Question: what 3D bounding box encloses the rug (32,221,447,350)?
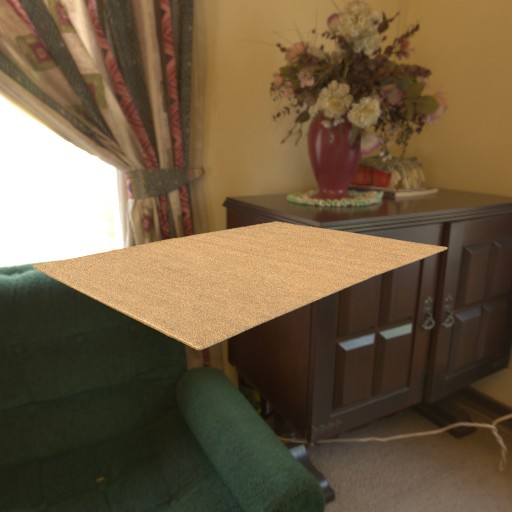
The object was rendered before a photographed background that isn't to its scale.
[{"bbox_3d":[0.000,0.000,2.926,1.624,0.030,2.264,13,19,43],"label":"rug"}]
